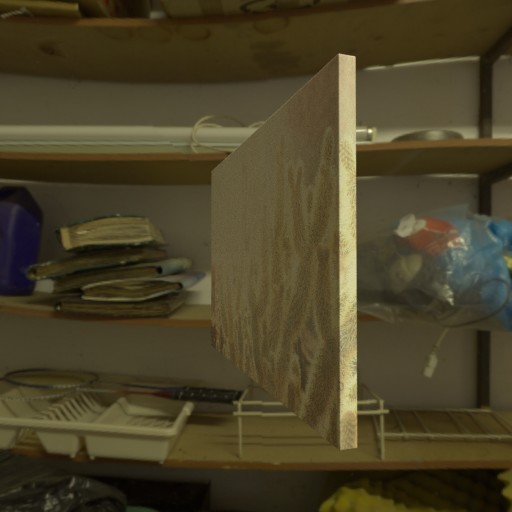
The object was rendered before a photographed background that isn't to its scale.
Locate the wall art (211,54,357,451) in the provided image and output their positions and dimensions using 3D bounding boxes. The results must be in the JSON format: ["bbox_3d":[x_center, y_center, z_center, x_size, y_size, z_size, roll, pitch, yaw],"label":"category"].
[{"bbox_3d":[0.000,0.000,1.393,0.041,0.758,1.142,0,-1,-18],"label":"wall art"}]
